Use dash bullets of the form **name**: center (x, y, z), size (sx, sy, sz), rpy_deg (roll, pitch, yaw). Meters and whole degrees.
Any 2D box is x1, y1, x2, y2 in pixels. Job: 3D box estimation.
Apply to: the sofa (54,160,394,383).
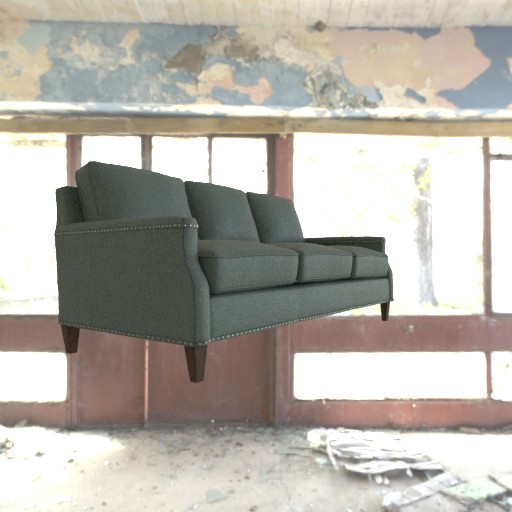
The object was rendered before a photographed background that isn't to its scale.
- **sofa**: center (0.000, 0.000, 2.887), size (1.084, 1.003, 2.246), rpy_deg (0, 0, 36)
